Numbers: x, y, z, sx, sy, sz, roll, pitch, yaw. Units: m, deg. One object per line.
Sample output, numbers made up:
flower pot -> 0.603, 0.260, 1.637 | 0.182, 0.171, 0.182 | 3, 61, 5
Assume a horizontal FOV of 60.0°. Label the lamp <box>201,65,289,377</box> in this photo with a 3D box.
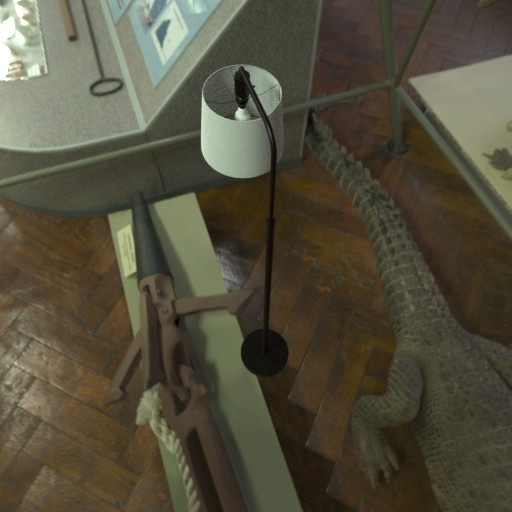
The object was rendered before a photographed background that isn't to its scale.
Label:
lamp -> 0.000, 0.000, 1.696 | 0.254, 1.478, 0.508 | -17, 60, -10
